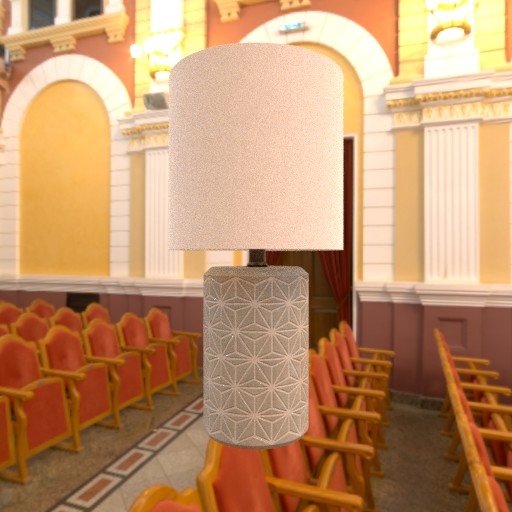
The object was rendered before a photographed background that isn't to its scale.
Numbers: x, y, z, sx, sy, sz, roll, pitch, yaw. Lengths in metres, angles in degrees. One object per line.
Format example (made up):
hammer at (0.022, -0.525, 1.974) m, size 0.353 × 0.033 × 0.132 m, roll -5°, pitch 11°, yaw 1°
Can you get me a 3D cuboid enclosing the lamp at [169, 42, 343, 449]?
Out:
lamp at (0.000, 0.000, 0.534) m, size 0.206 × 0.416 × 0.206 m, roll 0°, pitch 0°, yaw 20°
